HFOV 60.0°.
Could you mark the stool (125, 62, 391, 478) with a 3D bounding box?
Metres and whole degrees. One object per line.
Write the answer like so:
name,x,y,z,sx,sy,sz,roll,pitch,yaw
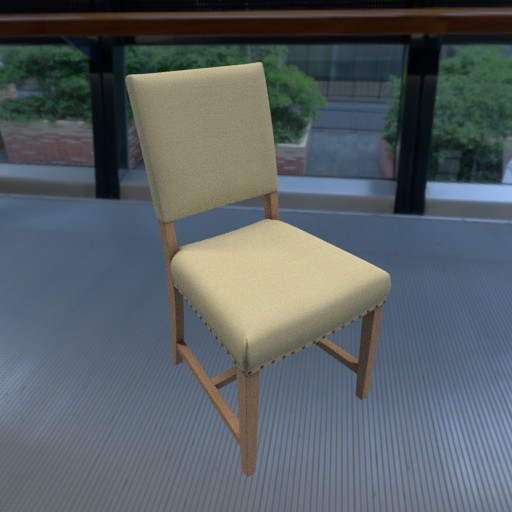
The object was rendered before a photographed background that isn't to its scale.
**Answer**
stool,0.000,0.000,1.326,0.508,0.986,0.623,-20,36,-30
